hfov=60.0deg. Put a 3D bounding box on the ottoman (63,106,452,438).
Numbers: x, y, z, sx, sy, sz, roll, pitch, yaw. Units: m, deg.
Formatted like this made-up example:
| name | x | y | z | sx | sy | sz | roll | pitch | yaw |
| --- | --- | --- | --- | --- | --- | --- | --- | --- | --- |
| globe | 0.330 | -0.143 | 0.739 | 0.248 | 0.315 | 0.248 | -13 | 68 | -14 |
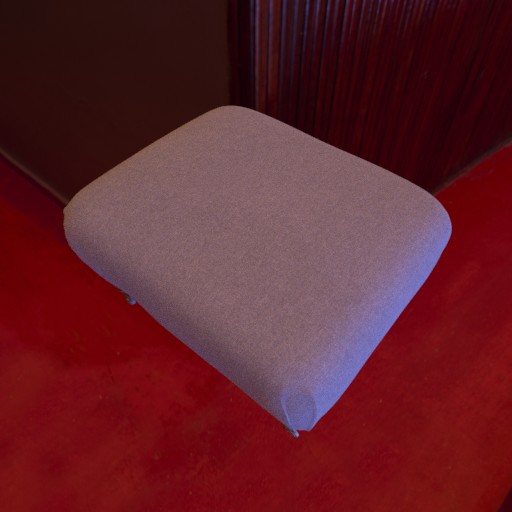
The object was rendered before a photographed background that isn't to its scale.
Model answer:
| name | x | y | z | sx | sy | sz | roll | pitch | yaw |
| --- | --- | --- | --- | --- | --- | --- | --- | --- | --- |
| ottoman | 0.000 | 0.000 | 1.125 | 0.747 | 0.450 | 0.622 | 32 | 57 | 25 |
